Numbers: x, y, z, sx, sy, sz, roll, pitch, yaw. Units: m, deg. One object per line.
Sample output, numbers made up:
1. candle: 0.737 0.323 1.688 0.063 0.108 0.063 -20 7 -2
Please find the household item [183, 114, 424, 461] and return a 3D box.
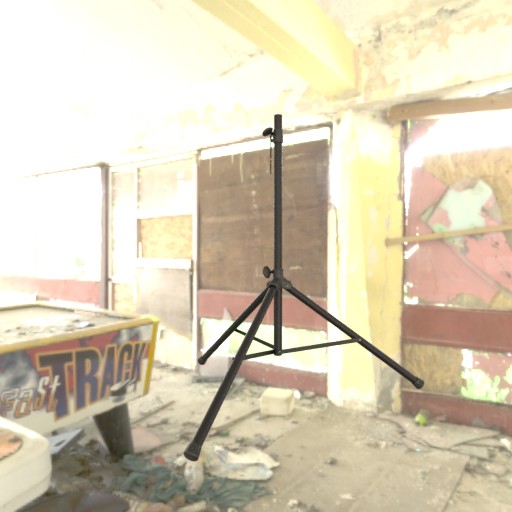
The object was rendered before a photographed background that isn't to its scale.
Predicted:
1. household item: 0.000 0.000 2.700 1.596 1.595 1.339 -1 1 -36
